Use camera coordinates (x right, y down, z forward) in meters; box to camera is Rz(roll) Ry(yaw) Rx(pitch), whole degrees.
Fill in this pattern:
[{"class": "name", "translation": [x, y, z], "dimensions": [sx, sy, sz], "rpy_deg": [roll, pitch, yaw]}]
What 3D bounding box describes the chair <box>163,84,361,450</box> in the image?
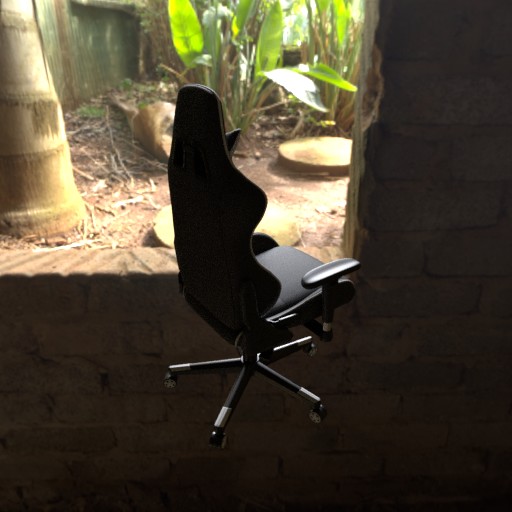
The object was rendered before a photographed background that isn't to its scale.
[{"class": "chair", "translation": [0.000, 0.000, 1.676], "dimensions": [0.700, 1.240, 0.700], "rpy_deg": [-18, 32, -31]}]
